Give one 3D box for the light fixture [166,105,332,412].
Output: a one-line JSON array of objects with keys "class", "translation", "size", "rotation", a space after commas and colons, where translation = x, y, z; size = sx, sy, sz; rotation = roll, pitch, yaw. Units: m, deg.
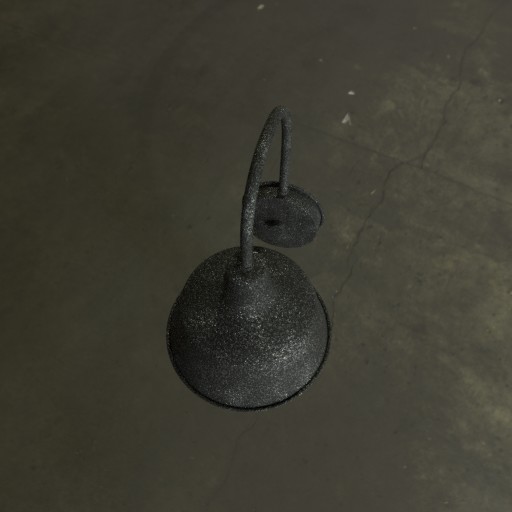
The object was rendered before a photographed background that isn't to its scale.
[{"class": "light fixture", "translation": [0.000, 0.000, 0.497], "size": [0.216, 0.300, 0.283], "rotation": [14, 58, 9]}]
